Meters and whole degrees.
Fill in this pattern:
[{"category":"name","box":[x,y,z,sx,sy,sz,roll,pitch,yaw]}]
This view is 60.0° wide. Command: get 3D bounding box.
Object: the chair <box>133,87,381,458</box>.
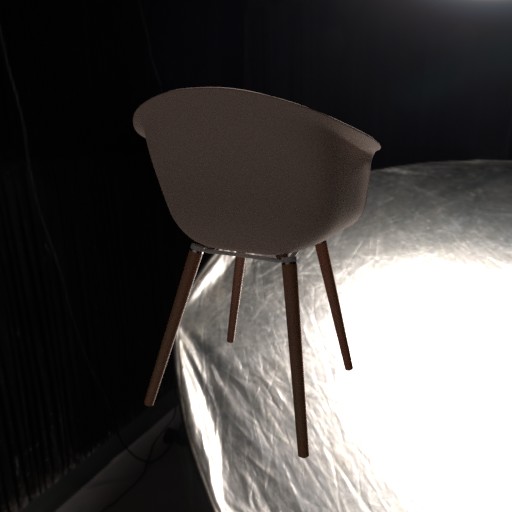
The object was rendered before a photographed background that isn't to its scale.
[{"category":"chair","box":[0.000,0.000,1.151,0.593,0.781,0.504,8,17,26]}]
